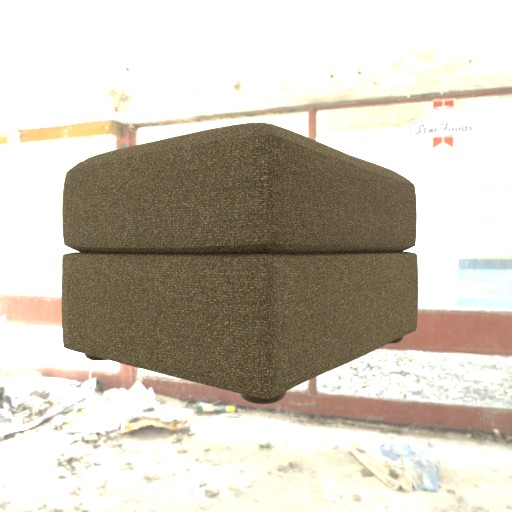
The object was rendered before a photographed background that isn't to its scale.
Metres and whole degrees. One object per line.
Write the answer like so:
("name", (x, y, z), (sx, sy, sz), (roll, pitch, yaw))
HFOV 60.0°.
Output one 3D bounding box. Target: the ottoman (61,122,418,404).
("ottoman", (0.000, 0.000, 1.106), (0.598, 0.476, 0.742), (1, 1, 37))
